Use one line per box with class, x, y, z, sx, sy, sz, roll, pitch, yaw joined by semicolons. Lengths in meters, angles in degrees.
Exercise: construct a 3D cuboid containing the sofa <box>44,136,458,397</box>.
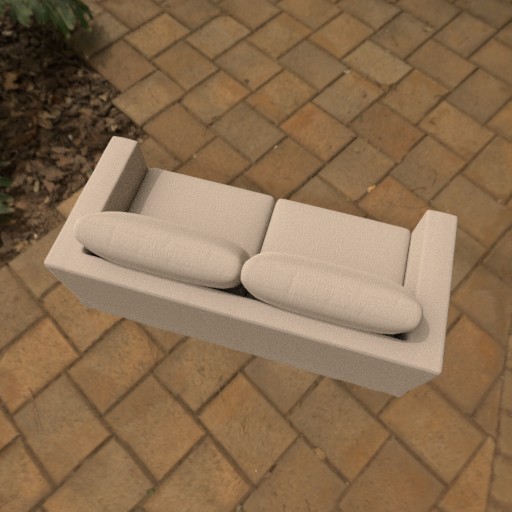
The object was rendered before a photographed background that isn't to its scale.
sofa;0.000;0.000;2.645;2.163;0.881;0.954;15;65;7
